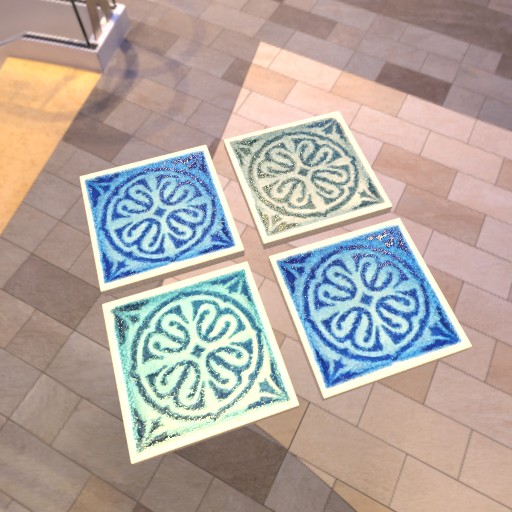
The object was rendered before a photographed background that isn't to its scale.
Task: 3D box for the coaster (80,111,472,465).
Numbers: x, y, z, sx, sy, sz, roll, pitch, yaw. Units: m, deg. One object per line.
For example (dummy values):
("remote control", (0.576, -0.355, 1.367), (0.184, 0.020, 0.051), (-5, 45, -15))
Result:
("coaster", (0.000, 0.000, 0.317), (0.219, 0.010, 0.214), (-16, 64, -8))
